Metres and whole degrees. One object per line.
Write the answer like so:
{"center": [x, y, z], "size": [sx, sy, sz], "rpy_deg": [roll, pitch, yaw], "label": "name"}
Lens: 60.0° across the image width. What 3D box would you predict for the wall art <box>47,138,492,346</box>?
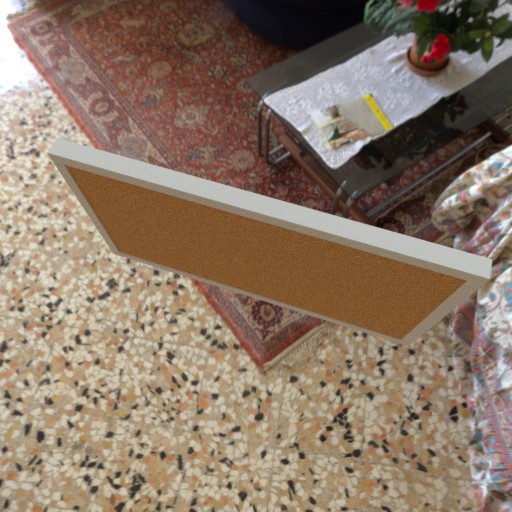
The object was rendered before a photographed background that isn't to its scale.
{"center": [0.000, 0.000, 0.975], "size": [0.812, 0.431, 0.038], "rpy_deg": [17, 65, 8], "label": "wall art"}
